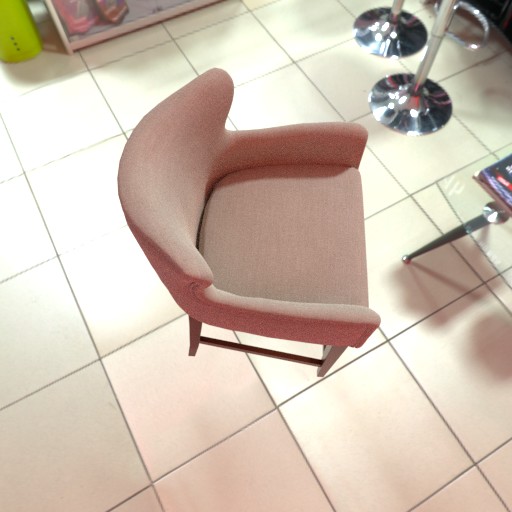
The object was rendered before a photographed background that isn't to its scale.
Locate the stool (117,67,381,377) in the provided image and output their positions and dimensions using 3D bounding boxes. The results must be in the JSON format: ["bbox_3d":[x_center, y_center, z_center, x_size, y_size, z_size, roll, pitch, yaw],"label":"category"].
[{"bbox_3d":[0.000,0.000,1.424,0.637,0.987,0.615,3,64,1],"label":"stool"}]
